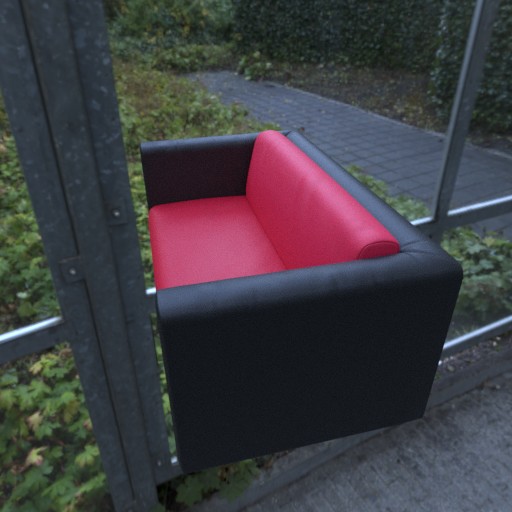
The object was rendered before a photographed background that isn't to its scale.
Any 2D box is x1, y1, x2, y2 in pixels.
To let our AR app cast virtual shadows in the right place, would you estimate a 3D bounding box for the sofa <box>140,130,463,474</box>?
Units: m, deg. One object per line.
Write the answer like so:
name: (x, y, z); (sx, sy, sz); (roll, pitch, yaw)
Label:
sofa: (0.000, 0.000, 1.854); (0.845, 0.735, 1.410); (-8, 32, -12)
